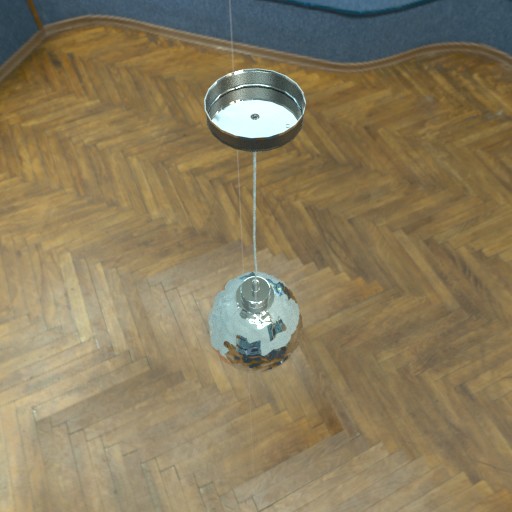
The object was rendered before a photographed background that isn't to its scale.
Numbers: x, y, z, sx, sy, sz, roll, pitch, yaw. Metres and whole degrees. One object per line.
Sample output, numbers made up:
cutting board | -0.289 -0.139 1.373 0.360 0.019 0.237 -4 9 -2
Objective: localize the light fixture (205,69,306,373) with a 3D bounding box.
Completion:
light fixture | 0.000 0.000 1.751 0.496 1.511 0.500 19 61 11
